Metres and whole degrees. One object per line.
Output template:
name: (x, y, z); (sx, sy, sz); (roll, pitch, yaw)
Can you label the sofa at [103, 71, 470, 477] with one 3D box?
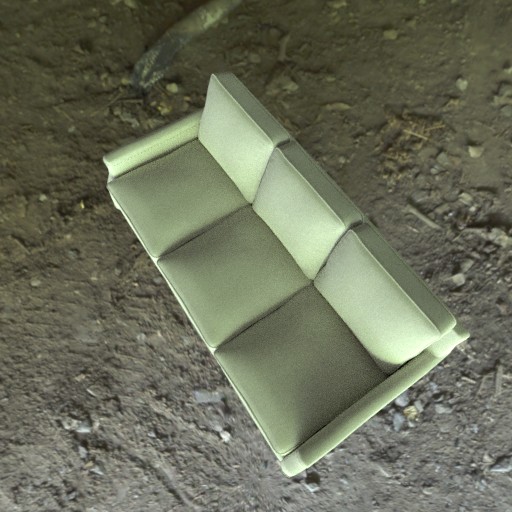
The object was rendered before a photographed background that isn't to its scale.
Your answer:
sofa: (0.000, 0.000, 2.725); (1.084, 1.003, 2.246); (-31, 68, -14)
